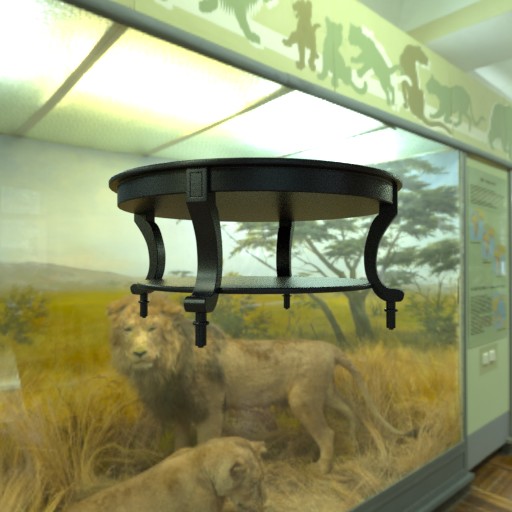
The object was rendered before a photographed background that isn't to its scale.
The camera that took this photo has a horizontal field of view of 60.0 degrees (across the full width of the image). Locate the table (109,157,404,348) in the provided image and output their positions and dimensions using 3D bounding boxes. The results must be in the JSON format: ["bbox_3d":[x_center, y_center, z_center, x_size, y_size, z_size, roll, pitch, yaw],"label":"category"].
[{"bbox_3d":[0.000,0.000,1.623,1.029,0.491,1.029,0,0,0],"label":"table"}]
